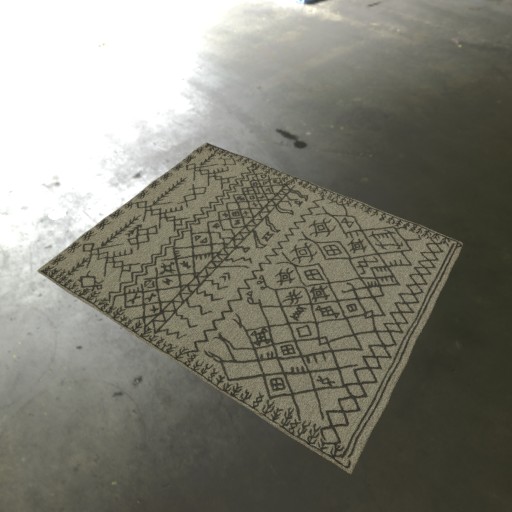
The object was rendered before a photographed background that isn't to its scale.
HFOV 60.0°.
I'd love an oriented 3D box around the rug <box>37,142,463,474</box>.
[{"bbox_3d":[0.000,0.000,3.225,2.455,0.025,1.964,26,52,22],"label":"rug"}]
